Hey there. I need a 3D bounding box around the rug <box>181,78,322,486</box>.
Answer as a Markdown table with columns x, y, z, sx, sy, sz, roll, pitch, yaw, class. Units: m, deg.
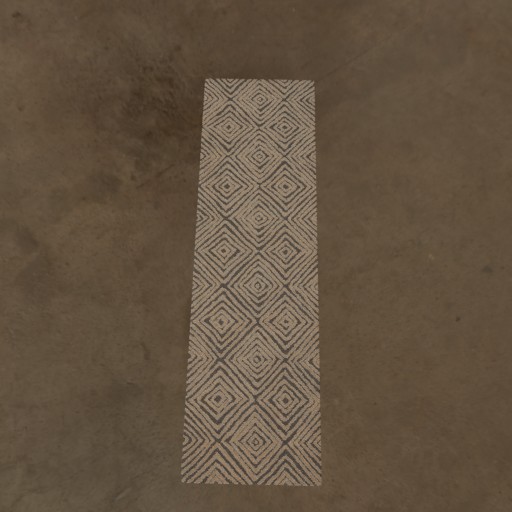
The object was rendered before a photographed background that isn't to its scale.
| x | y | z | sx | sy | sz | roll | pitch | yaw | class |
| --- | --- | --- | --- | --- | --- | --- | --- | --- | --- |
| 0.000 | 0.000 | 2.439 | 0.676 | 0.008 | 2.277 | 1 | 74 | 0 | rug |
